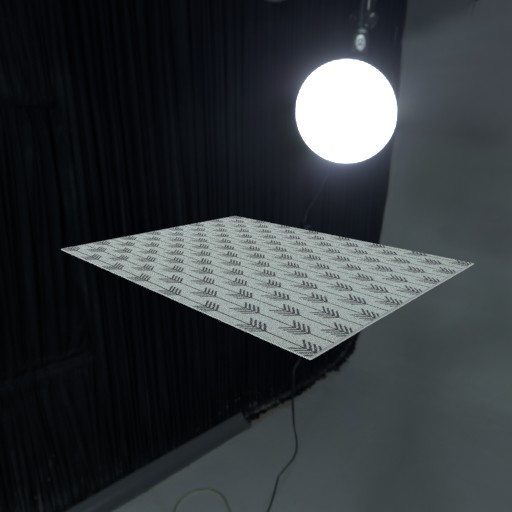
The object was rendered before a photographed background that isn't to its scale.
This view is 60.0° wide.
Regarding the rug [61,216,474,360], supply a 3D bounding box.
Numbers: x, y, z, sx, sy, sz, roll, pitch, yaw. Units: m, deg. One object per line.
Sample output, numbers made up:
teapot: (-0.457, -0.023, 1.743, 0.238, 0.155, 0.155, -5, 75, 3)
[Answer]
rug: (0.000, 0.000, 4.098, 3.061, 0.010, 2.330, 15, 22, 42)
